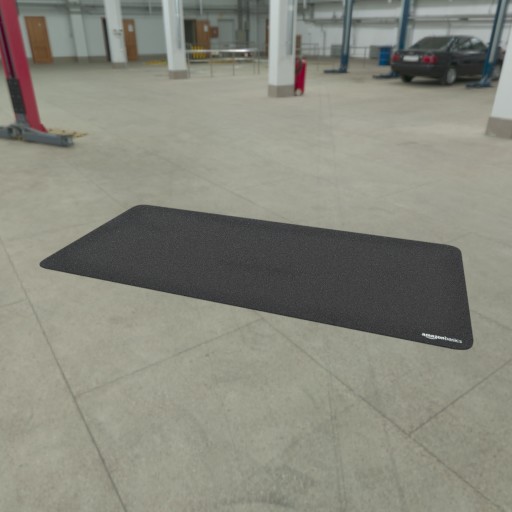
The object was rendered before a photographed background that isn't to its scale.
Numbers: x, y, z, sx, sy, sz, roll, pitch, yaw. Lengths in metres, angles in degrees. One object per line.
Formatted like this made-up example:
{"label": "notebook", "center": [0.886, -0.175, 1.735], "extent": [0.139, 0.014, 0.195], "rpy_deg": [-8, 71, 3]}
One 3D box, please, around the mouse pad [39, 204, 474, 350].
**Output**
{"label": "mouse pad", "center": [0.000, 0.000, 1.035], "extent": [0.907, 0.003, 0.424], "rpy_deg": [9, 28, 17]}
